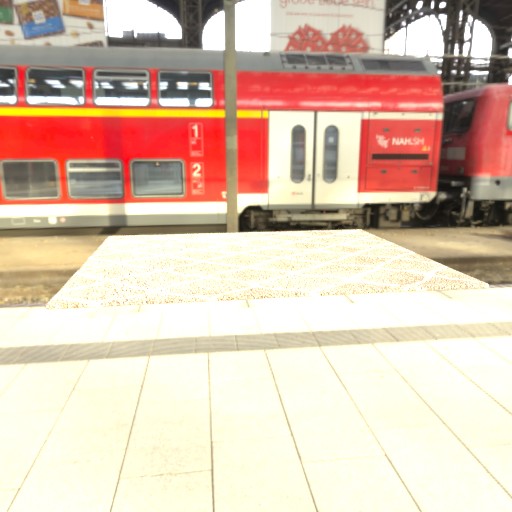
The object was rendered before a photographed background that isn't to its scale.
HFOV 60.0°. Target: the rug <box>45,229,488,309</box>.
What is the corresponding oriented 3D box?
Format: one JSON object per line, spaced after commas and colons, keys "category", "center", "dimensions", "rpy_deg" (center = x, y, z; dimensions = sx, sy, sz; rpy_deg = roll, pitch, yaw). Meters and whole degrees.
{"category": "rug", "center": [0.000, 0.000, 4.144], "dimensions": [3.047, 0.029, 2.438], "rpy_deg": [-2, 13, -9]}
